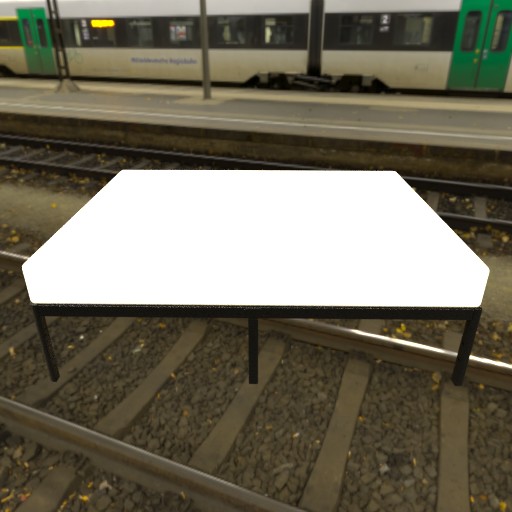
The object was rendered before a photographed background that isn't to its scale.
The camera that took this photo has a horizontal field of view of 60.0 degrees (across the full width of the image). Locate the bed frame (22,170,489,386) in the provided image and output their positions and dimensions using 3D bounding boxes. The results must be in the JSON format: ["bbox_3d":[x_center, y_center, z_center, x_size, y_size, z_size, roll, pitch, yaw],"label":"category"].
[{"bbox_3d":[0.000,0.000,2.744,2.072,0.659,1.557,0,26,1],"label":"bed frame"}]
